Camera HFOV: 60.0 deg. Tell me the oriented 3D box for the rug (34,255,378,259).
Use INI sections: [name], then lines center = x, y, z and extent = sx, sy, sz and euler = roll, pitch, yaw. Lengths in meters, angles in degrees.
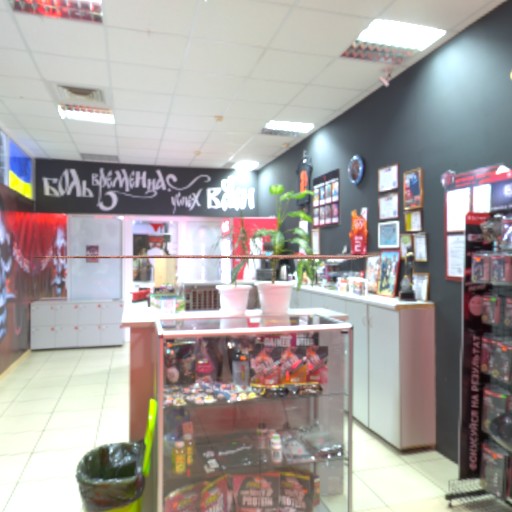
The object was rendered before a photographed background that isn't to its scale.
[rug]
center = 0.000, 0.000, 2.244
extent = 1.142, 0.010, 1.748
euler = 0, 0, 17
